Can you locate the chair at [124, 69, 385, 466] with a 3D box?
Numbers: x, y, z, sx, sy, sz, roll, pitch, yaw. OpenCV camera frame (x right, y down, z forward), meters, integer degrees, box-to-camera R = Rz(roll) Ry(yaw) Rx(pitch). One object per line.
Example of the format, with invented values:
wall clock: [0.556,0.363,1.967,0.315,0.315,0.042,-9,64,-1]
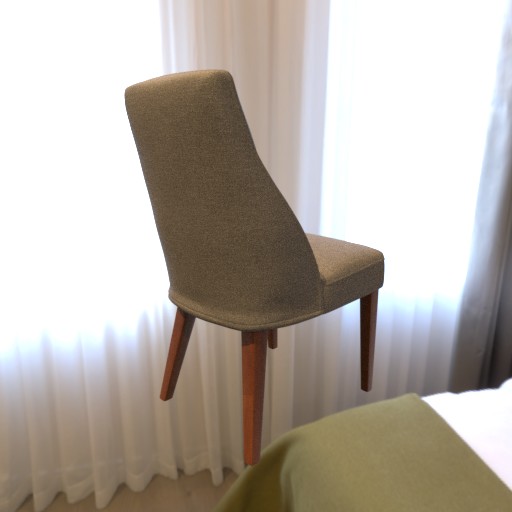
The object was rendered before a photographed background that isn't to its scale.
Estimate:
chair: [0.000,0.000,1.282,0.620,0.930,0.500,-13,20,-42]
